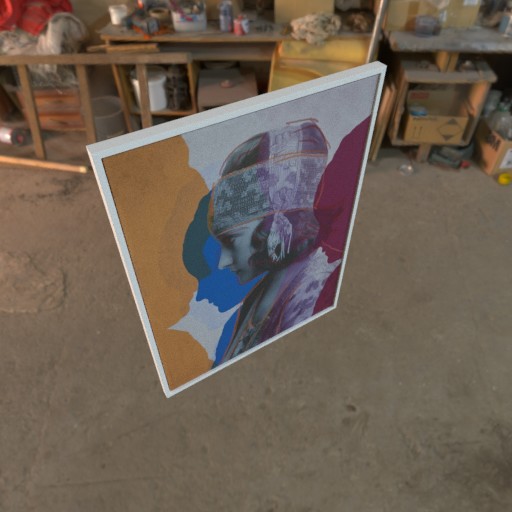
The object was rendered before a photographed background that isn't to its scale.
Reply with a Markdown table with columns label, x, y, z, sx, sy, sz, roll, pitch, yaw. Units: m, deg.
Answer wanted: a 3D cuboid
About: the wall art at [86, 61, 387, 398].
| label | x | y | z | sx | sy | sz | roll | pitch | yaw |
| --- | --- | --- | --- | --- | --- | --- | --- | --- | --- |
| wall art | 0.000 | 0.000 | 1.417 | 0.795 | 1.050 | 0.039 | -24 | 51 | -21 |
